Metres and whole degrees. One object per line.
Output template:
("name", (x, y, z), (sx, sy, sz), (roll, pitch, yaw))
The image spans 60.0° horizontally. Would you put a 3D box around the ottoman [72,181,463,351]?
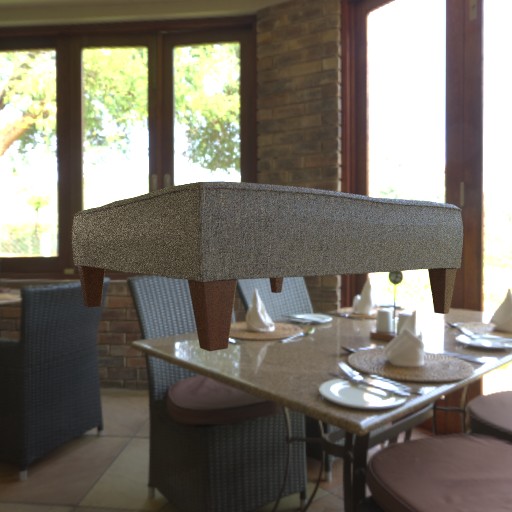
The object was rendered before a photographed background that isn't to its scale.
("ottoman", (0.000, 0.000, 1.558), (1.016, 0.379, 0.981), (-1, 1, -36))
